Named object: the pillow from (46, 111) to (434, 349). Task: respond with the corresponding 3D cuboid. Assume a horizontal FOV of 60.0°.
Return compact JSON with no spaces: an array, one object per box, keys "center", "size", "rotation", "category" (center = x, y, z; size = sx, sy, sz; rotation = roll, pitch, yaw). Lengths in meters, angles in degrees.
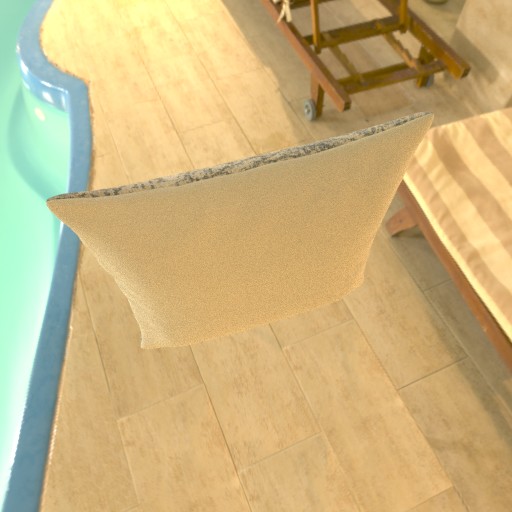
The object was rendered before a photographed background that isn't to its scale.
[{"center":[0.000,0.000,0.780],"size":[0.523,0.510,0.166],"rotation":[-15,59,-9],"category":"pillow"}]
